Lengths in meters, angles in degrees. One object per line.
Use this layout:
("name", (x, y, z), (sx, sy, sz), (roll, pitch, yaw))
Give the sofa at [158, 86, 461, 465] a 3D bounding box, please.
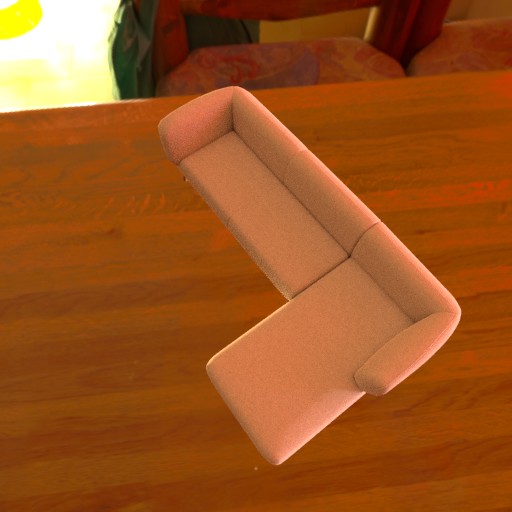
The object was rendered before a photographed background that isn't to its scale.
("sofa", (0.000, 0.000, 3.397), (1.610, 0.730, 2.660), (-34, 69, -15))
